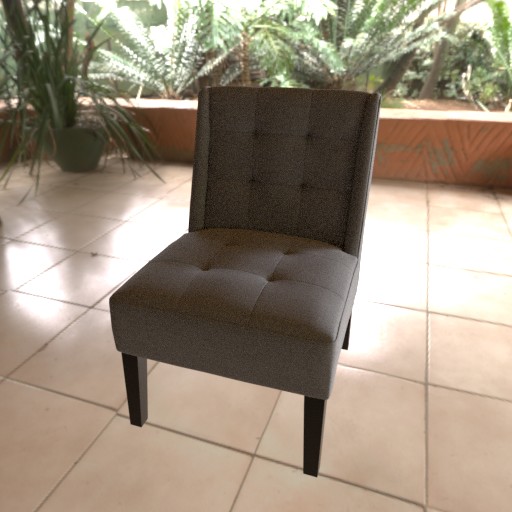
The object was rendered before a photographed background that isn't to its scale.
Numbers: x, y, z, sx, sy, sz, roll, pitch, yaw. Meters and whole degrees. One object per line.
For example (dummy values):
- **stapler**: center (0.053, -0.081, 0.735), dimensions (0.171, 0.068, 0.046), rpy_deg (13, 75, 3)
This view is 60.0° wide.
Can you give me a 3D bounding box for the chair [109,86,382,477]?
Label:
- **chair**: center (0.000, 0.000, 1.270), dimensions (0.569, 0.853, 0.676), rpy_deg (8, 28, 16)
